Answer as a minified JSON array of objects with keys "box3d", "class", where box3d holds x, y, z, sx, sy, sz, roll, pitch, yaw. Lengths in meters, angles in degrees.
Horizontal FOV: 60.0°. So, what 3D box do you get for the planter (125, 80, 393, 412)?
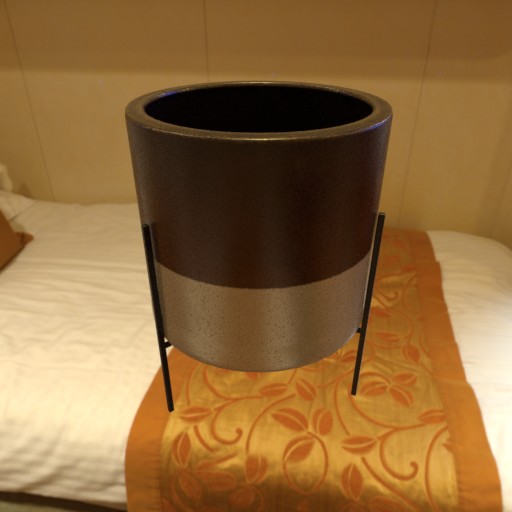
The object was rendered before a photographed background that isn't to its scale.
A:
[{"box3d":[0.000,0.000,0.695,0.354,0.465,0.345,-21,36,-31],"class":"planter"}]
